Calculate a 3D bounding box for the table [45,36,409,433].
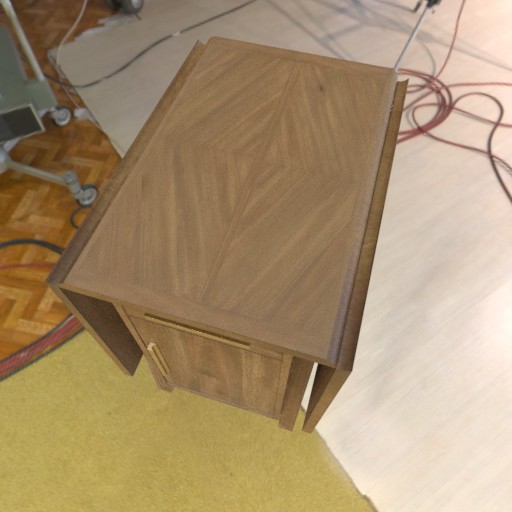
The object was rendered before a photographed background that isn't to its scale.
[{"bbox_3d":[0.000,0.000,1.586,0.701,0.981,0.967,15,59,9],"label":"table"}]
